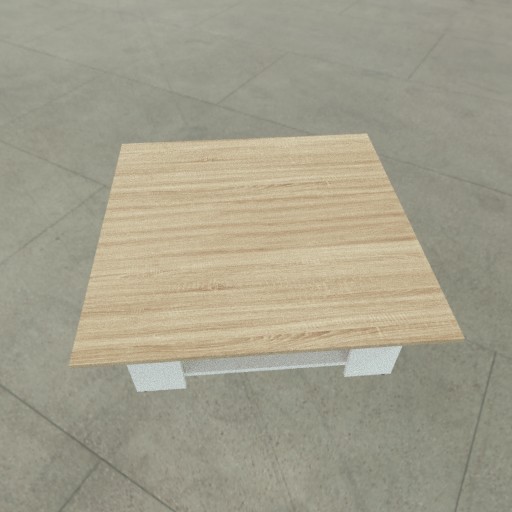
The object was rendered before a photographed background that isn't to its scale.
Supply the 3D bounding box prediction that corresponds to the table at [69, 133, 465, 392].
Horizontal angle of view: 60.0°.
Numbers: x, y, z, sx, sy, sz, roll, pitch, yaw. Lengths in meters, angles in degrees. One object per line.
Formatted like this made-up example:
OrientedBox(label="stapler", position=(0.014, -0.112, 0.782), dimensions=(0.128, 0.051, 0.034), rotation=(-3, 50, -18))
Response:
OrientedBox(label="table", position=(0.000, 0.000, 1.407), dimensions=(0.890, 0.305, 0.890), rotation=(-3, 46, -3))
